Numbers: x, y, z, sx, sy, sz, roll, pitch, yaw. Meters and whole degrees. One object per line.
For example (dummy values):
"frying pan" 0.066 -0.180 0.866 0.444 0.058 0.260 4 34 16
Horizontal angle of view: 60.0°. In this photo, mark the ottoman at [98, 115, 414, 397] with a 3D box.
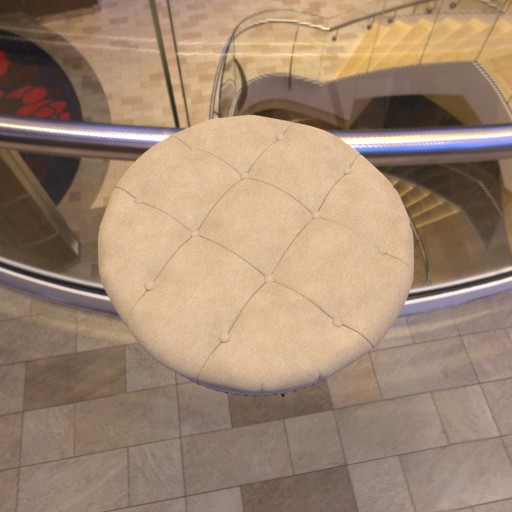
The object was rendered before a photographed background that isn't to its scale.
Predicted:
"ottoman" 0.000 0.000 1.401 0.901 0.439 0.901 0 62 0
